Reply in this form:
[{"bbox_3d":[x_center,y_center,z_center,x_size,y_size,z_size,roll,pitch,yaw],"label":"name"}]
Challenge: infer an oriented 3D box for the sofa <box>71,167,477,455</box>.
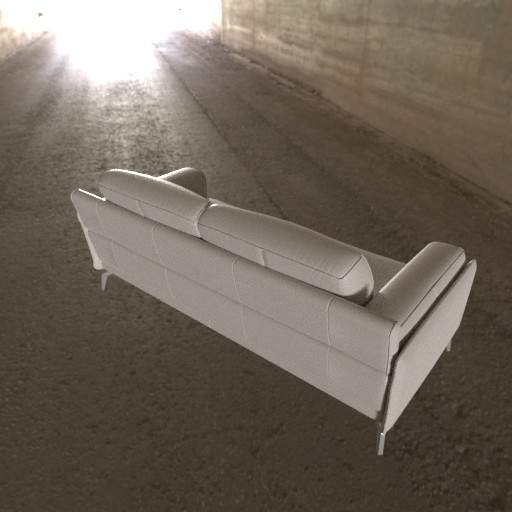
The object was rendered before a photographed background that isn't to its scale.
[{"bbox_3d":[0.000,0.000,2.508,2.101,0.930,1.049,22,37,32],"label":"sofa"}]
